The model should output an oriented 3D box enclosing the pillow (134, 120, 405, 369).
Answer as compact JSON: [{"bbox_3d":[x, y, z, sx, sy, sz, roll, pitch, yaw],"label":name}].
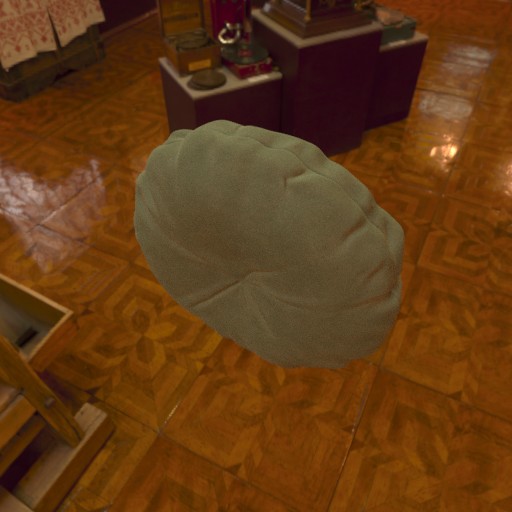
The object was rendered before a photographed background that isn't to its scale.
[{"bbox_3d":[0.000,0.000,0.654,0.428,0.407,0.148,22,50,20],"label":"pillow"}]
